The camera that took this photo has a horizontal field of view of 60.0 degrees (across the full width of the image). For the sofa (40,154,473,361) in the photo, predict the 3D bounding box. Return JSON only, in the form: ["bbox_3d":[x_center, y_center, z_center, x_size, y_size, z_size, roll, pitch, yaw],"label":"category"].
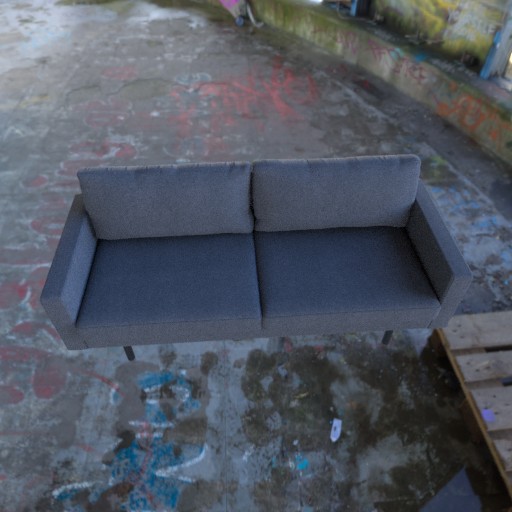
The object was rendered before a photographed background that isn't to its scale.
[{"bbox_3d":[0.000,0.000,2.537,2.100,0.880,0.880,-3,47,-3],"label":"sofa"}]
